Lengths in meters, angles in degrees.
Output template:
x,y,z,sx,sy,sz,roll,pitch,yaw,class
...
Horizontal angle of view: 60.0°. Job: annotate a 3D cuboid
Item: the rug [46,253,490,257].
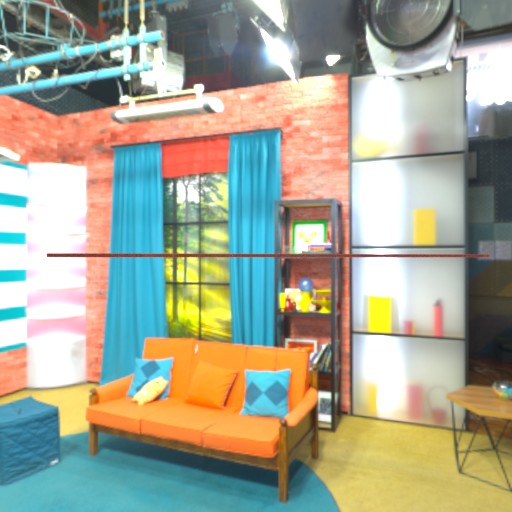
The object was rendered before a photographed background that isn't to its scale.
x,y,z,sx,sy,sz,roll,pitch,yaw,class
0.000,0.000,2.292,1.829,0.014,1.219,0,0,-19,rug
